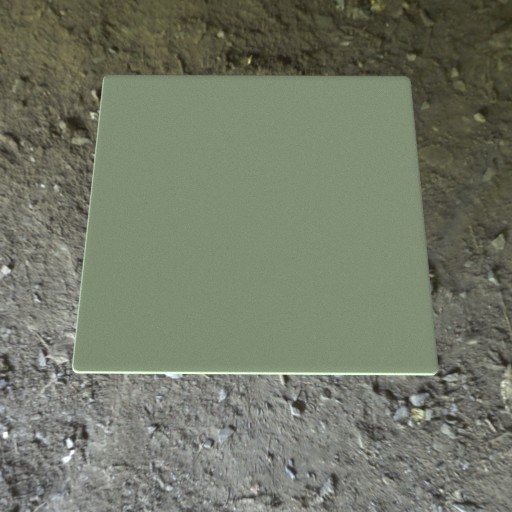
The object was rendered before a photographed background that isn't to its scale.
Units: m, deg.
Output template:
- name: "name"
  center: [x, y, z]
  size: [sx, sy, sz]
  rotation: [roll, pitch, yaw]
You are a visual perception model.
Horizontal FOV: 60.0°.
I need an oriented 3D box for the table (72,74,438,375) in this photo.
- name: "table"
  center: [0.000, 0.000, 0.972]
  size: [0.533, 0.563, 0.500]
  rotation: [0, 75, 0]
